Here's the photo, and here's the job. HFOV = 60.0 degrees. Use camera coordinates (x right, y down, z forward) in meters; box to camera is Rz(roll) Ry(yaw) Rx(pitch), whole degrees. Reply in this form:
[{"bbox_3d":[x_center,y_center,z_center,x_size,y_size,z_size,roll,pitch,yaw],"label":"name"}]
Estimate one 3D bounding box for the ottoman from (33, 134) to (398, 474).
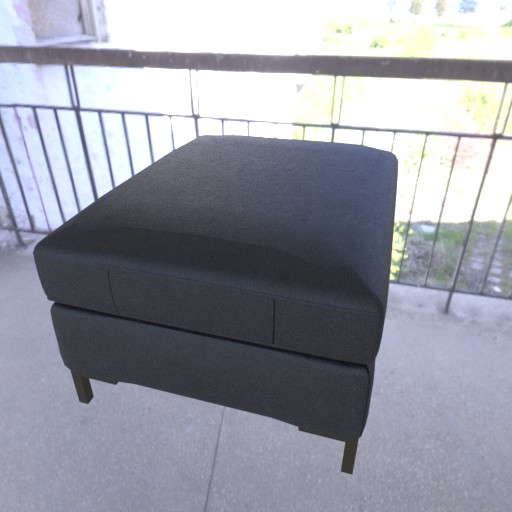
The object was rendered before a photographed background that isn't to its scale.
[{"bbox_3d":[0.000,0.000,1.711,0.967,0.696,1.187,9,31,15],"label":"ottoman"}]
